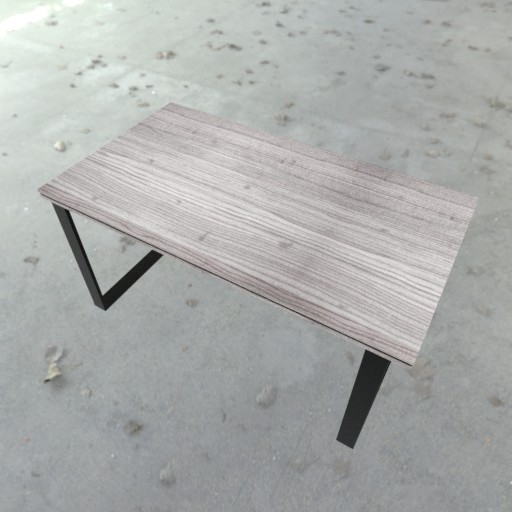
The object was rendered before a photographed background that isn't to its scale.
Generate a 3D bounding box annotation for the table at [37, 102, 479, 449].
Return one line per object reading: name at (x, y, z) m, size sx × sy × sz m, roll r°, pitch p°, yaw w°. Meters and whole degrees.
table at (0.000, 0.000, 2.075) m, size 1.579 × 0.736 × 0.881 m, roll 23°, pitch 50°, yaw 21°
